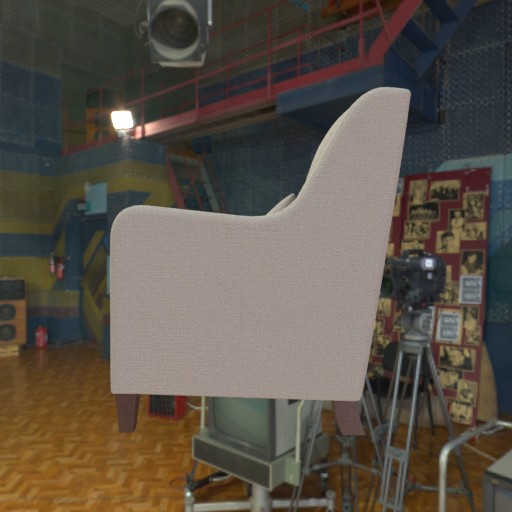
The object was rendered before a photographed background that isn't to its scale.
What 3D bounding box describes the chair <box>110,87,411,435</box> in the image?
[{"bbox_3d":[0.000,0.000,1.604,0.896,1.017,0.715,0,0,1],"label":"chair"}]
